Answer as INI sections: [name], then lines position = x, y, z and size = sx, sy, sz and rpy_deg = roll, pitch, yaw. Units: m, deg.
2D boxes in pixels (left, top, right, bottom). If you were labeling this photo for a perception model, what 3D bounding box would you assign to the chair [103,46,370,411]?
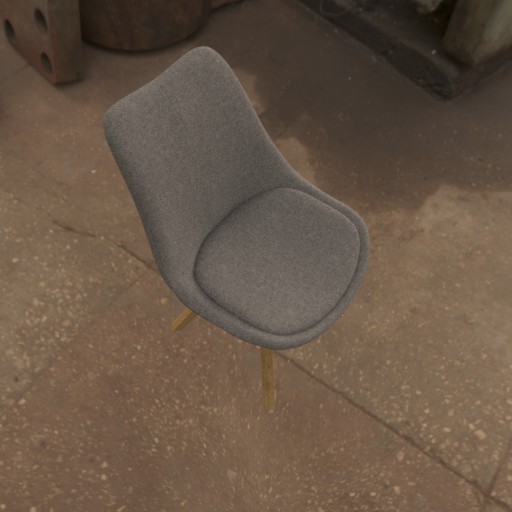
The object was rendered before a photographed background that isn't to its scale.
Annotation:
[chair]
position = 0.000, 0.000, 1.178
size = 0.550, 0.865, 0.483
rpy_deg = 34, 64, 19
